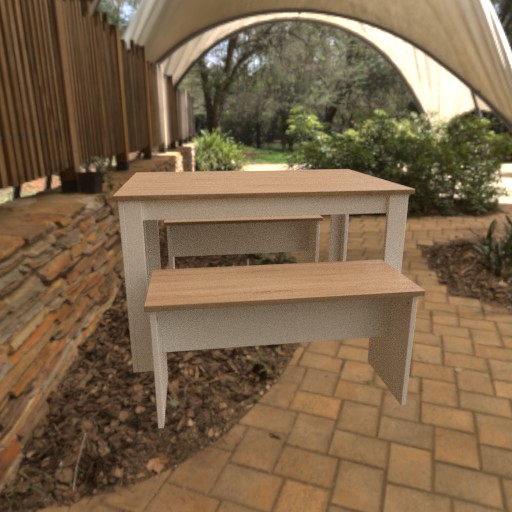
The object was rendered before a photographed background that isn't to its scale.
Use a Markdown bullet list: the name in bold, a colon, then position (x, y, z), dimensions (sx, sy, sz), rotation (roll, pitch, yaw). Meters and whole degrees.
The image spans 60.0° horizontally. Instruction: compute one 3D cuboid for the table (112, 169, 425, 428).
- **table**: position (0.000, 0.000, 2.040), dimensions (1.100, 0.700, 1.443), rotation (-2, 17, -8)
